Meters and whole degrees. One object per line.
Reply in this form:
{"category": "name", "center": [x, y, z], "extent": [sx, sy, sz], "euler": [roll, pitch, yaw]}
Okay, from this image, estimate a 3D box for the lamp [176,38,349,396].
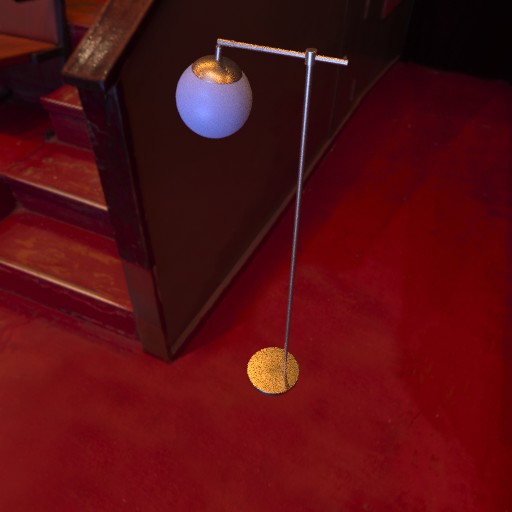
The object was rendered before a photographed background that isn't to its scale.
{"category": "lamp", "center": [0.000, 0.000, 1.633], "extent": [0.476, 1.505, 0.249], "euler": [17, 47, 17]}
